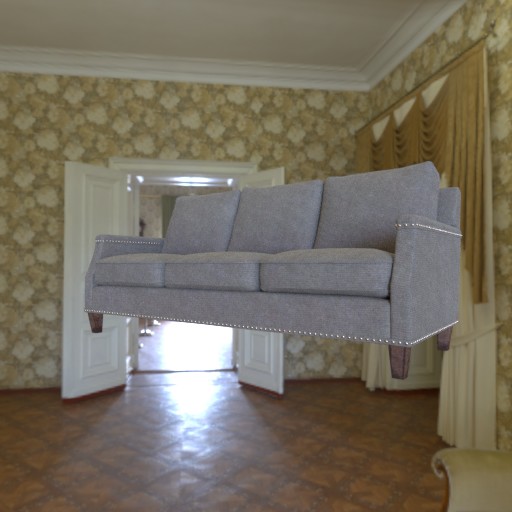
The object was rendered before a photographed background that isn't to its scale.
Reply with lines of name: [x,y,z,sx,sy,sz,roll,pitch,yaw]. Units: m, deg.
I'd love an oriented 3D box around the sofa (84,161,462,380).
sofa: [0.000,0.000,2.794,2.226,1.042,1.034,-1,-1,36]
